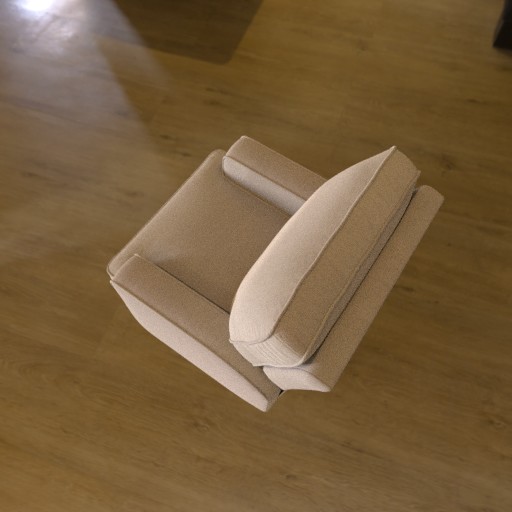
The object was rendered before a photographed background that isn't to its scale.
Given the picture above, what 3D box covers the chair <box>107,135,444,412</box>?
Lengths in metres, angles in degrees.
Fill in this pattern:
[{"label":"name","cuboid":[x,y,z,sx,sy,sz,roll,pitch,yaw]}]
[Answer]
[{"label":"chair","cuboid":[0.000,0.000,1.722,0.969,0.964,0.861,31,67,15]}]
